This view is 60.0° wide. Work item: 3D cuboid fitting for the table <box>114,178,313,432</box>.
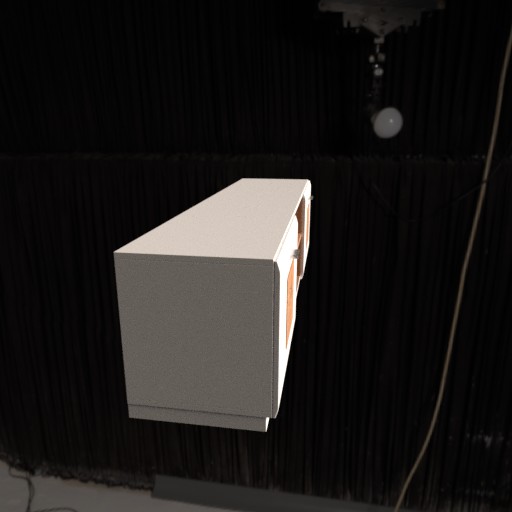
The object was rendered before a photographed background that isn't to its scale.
[{"bbox_3d":[0.000,0.000,1.762,0.400,0.440,1.550,3,16,9],"label":"table"}]
